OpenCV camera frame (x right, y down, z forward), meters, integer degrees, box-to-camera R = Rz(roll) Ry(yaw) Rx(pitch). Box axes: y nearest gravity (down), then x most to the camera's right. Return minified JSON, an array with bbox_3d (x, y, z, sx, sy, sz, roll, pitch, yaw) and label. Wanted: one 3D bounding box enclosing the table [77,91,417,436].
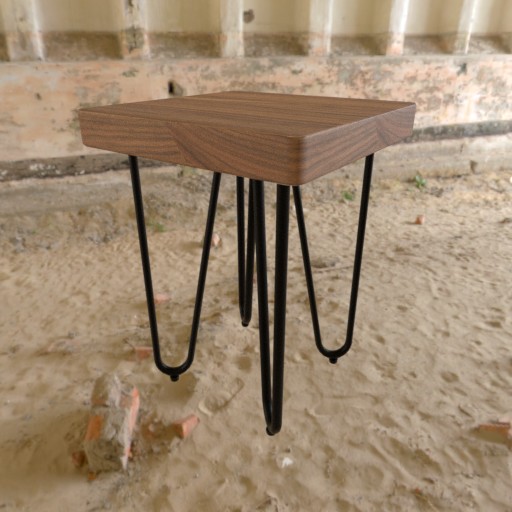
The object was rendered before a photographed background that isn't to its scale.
[{"bbox_3d":[0.000,0.000,0.992,0.480,0.641,0.479,17,30,32],"label":"table"}]
